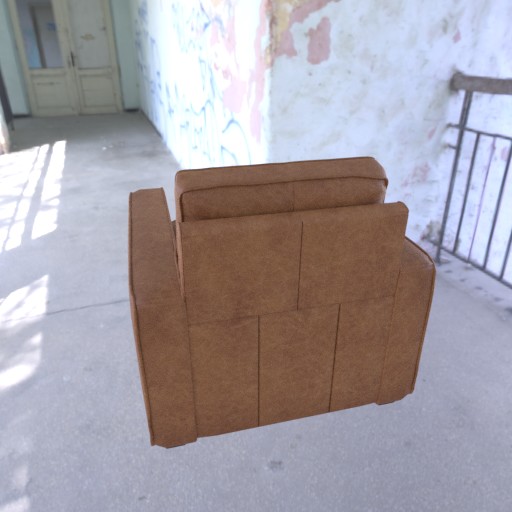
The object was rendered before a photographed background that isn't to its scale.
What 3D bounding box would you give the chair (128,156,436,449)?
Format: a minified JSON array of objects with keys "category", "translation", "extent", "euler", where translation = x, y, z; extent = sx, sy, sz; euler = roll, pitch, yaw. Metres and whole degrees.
[{"category":"chair","translation":[0.000,0.000,1.751],"extent":[0.987,0.901,1.027],"euler":[-8,28,-15]}]
